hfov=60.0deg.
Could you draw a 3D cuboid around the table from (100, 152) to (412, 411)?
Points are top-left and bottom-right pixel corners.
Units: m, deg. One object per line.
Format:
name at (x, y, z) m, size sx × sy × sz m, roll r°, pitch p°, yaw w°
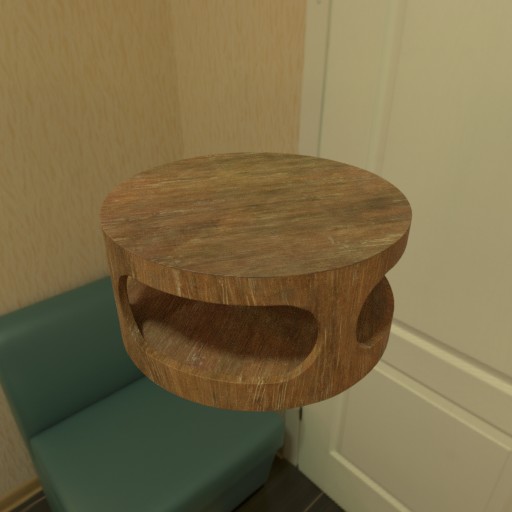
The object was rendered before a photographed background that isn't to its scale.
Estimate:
table at (0.000, 0.000, 1.556) m, size 0.974 × 0.450 × 0.974 m, roll 0°, pitch 30°, yaw 0°
